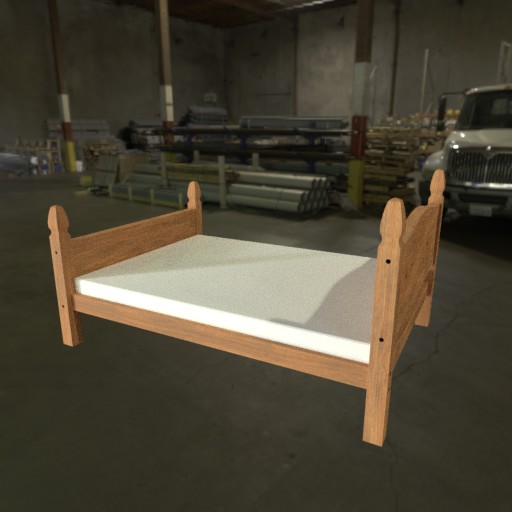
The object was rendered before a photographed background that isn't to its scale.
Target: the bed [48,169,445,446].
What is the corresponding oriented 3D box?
[{"bbox_3d":[0.000,0.000,2.911,2.069,1.100,1.490,9,18,27],"label":"bed"}]
